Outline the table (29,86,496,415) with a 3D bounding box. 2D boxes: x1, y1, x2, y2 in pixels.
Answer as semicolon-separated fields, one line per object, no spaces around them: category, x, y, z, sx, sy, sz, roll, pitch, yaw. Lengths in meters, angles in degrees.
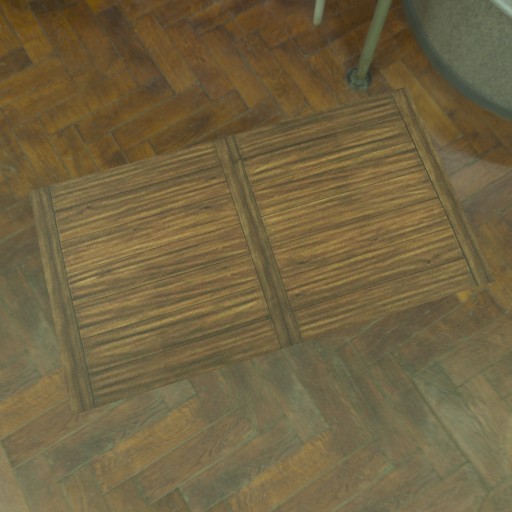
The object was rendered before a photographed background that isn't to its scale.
table;0.000;0.000;2.468;1.966;0.793;1.071;-17;76;-4
